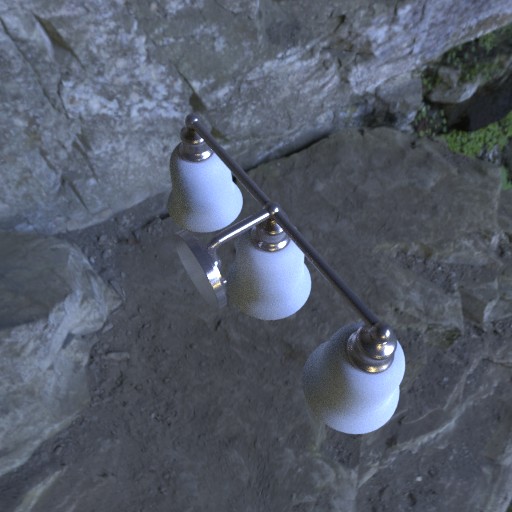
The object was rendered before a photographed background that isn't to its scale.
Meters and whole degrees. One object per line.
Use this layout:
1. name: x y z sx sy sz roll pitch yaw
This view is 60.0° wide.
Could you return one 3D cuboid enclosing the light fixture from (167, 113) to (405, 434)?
1. light fixture: 0.000 0.000 0.665 0.198 0.211 0.570 -30 62 -18
